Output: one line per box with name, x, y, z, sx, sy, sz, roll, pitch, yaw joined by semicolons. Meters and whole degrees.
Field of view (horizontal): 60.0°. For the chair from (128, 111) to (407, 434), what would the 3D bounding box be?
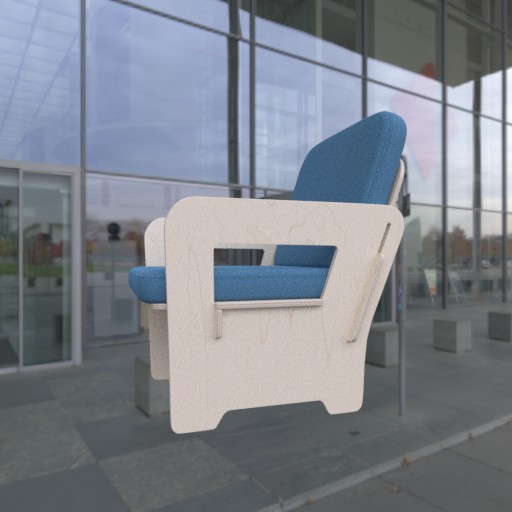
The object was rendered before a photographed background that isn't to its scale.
chair;0.000;0.000;1.214;0.657;0.747;0.547;0;0;-19
